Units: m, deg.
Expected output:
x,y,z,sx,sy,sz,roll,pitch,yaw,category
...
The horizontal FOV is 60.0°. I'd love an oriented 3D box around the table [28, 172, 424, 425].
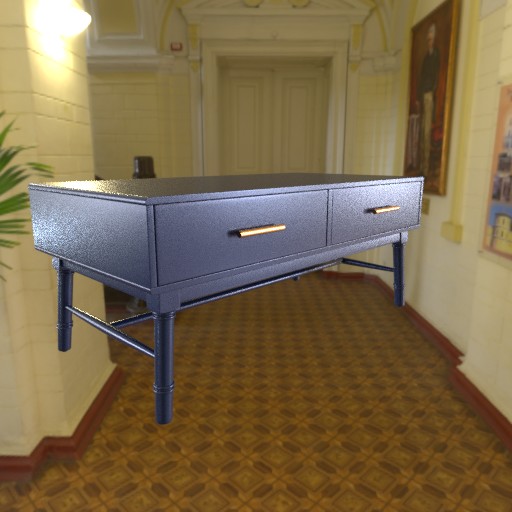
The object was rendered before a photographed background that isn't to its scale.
x,y,z,sx,sy,sz,roll,pitch,yaw,category
0.000,0.000,1.345,0.572,0.457,1.067,12,18,43,table
